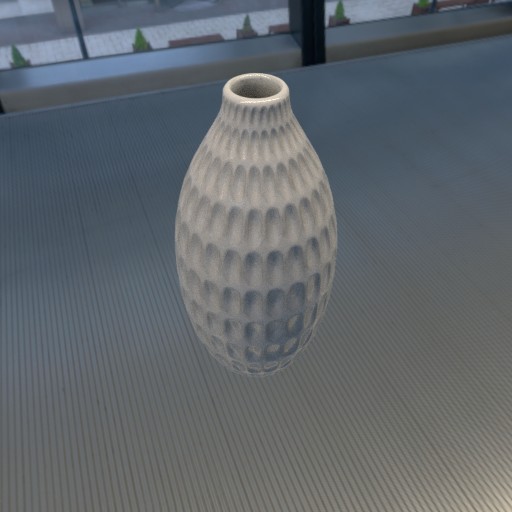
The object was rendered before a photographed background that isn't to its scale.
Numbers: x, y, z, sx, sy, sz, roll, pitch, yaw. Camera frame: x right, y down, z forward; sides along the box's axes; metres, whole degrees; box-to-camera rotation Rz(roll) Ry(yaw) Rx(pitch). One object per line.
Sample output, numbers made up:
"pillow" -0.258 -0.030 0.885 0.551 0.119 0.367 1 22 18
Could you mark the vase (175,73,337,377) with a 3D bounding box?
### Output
"vase" 0.000 0.000 0.357 0.127 0.282 0.127 0 46 0
